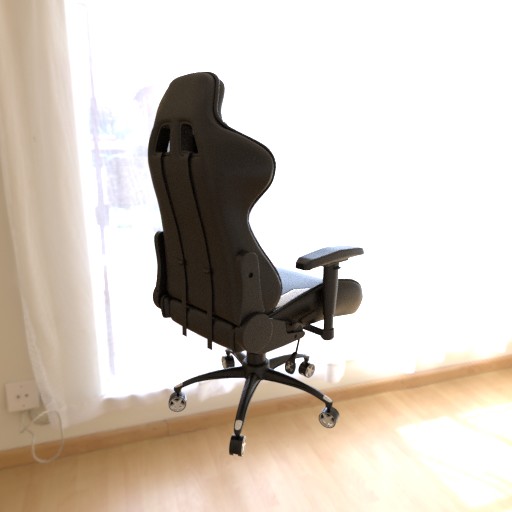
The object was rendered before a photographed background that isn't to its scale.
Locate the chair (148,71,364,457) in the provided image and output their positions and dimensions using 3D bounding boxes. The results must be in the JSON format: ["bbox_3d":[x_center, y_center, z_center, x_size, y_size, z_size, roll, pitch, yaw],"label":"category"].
[{"bbox_3d":[0.000,0.000,1.727,0.695,1.285,0.730,-13,19,-42],"label":"chair"}]
